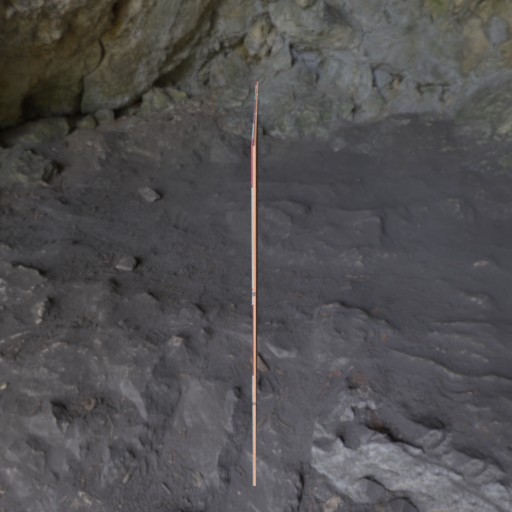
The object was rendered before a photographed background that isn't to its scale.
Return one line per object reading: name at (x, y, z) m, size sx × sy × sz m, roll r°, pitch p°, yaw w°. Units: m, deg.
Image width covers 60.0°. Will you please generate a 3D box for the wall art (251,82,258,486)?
wall art at (0.000, 0.000, 2.297) m, size 0.013 × 1.519 × 1.521 m, roll 0°, pitch 28°, yaw 0°
